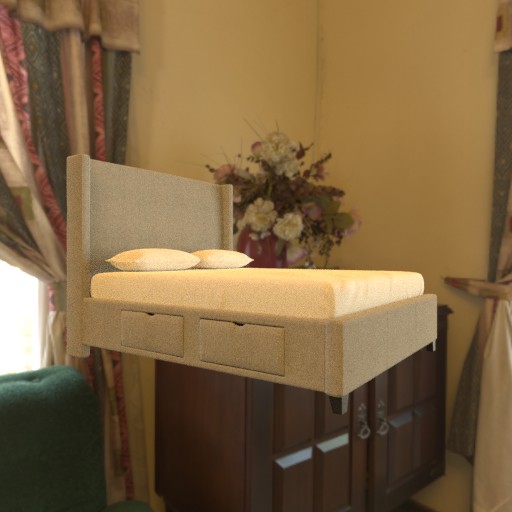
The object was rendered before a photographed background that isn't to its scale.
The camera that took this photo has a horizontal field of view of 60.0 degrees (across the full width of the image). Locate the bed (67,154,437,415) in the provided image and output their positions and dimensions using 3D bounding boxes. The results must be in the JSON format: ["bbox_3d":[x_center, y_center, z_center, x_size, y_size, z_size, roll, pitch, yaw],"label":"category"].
[{"bbox_3d":[0.000,0.000,3.383,2.222,1.491,1.774,0,0,35],"label":"bed"}]
